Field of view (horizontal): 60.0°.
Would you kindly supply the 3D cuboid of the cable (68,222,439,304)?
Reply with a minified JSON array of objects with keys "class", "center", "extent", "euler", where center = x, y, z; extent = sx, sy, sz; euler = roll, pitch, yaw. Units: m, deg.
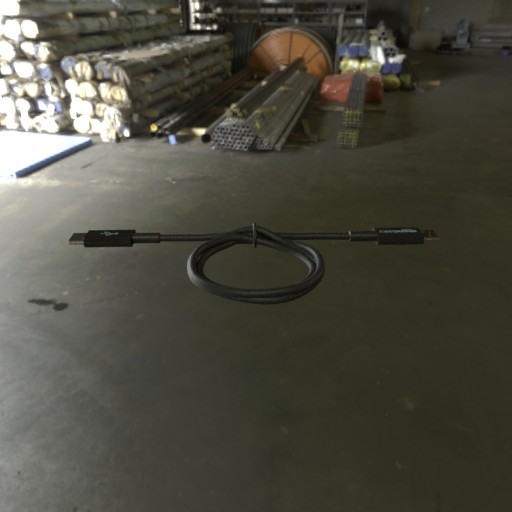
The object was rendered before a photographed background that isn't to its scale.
[{"class":"cable","center":[0.000,0.000,0.222],"extent":[0.203,0.014,0.070],"euler":[-1,30,-1]}]
